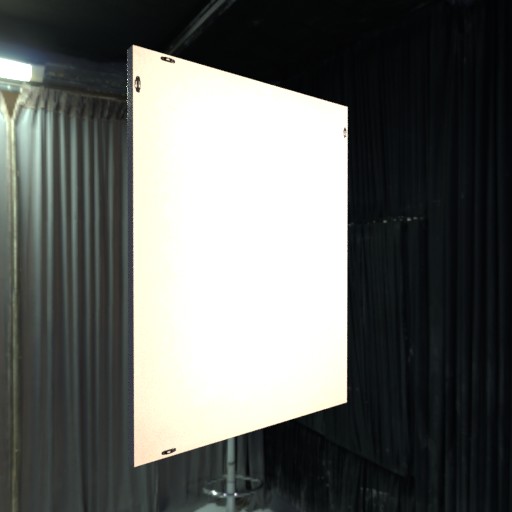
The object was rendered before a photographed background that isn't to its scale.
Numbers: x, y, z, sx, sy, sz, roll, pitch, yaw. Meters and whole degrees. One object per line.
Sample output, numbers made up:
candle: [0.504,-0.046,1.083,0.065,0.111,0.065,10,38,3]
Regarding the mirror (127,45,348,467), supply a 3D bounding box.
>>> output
mirror: [0.000,0.000,1.307,0.762,1.016,0.040,-1,1,-37]
